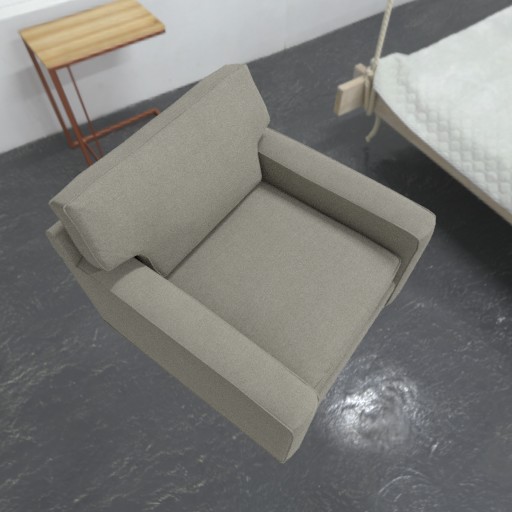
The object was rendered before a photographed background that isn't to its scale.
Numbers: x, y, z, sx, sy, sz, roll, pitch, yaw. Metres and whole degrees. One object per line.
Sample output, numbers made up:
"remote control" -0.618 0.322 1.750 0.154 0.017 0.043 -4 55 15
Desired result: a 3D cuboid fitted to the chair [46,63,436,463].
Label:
"chair" 0.000 0.000 1.756 1.044 0.934 0.999 32 63 19
